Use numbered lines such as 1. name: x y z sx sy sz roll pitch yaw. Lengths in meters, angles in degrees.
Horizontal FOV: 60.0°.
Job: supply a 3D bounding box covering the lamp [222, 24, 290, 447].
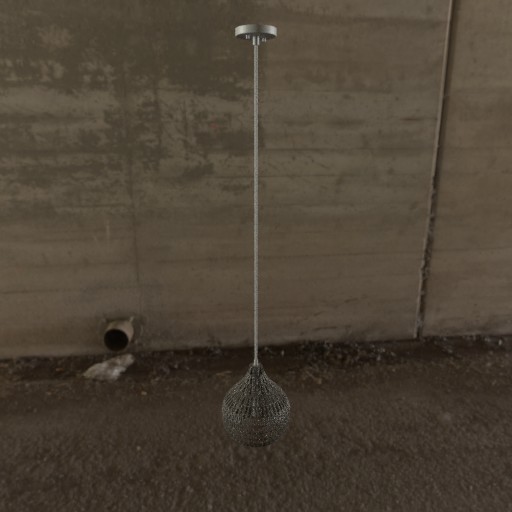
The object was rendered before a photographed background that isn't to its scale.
1. lamp: 0.000 0.000 2.065 0.355 1.919 0.355 -15 22 -41
